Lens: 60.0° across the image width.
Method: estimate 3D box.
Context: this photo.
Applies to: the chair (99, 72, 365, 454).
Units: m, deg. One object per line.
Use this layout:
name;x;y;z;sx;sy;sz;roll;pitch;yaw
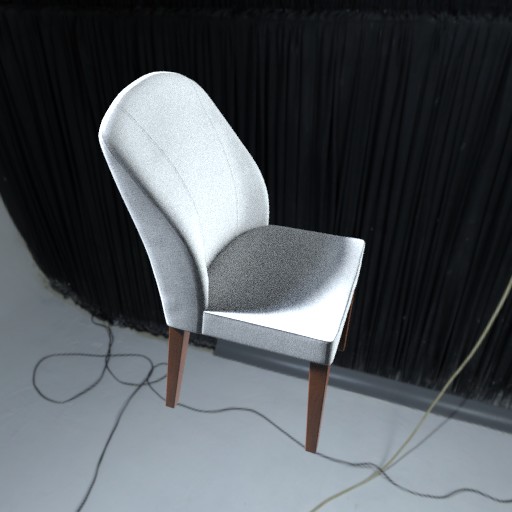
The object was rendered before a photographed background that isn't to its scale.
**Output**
chair;0.000;0.000;1.194;0.540;0.893;0.472;11;34;17
